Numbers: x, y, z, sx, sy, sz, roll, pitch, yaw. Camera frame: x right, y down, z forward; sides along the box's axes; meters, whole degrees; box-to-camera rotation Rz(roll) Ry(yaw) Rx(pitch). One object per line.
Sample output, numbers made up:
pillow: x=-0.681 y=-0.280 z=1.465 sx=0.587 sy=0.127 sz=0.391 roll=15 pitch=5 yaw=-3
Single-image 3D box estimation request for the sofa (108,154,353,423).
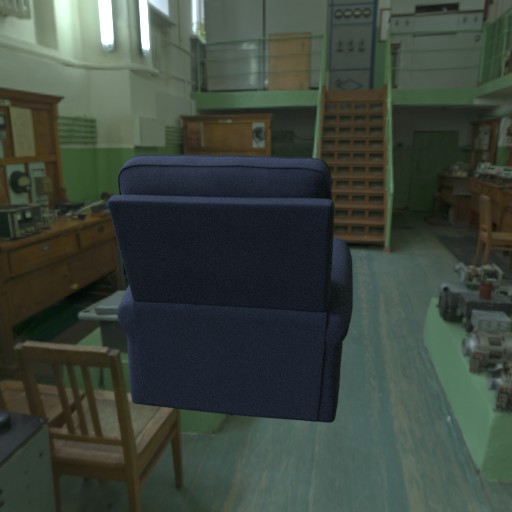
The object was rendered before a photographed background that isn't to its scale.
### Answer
sofa: x=0.000 y=0.000 z=2.071 sx=0.880 sy=0.959 sz=1.478 roll=2 pitch=15 yaw=9
